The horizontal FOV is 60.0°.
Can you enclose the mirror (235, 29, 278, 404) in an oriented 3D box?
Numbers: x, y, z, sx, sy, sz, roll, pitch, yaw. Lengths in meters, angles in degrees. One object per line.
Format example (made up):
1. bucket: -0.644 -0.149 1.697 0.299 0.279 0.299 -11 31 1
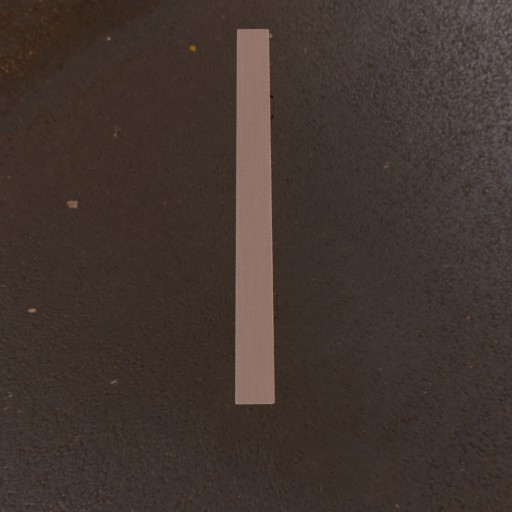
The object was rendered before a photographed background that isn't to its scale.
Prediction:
1. mirror: 0.000 0.000 0.701 0.041 0.508 0.405 0 76 0
